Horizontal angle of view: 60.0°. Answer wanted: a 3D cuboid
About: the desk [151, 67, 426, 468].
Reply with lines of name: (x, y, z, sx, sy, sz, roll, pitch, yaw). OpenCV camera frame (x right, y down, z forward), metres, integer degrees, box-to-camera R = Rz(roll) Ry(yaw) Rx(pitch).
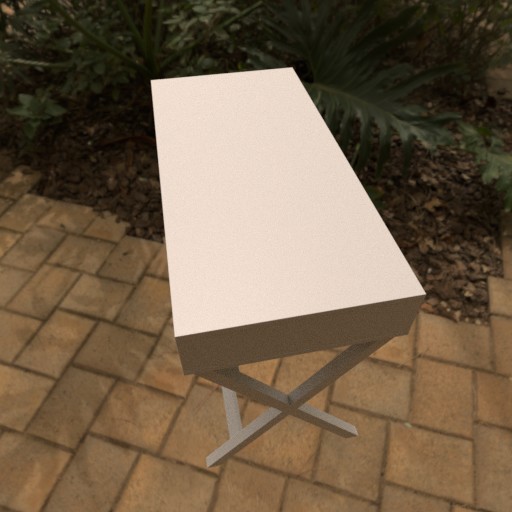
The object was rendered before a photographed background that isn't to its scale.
desk: (0.000, 0.000, 1.497, 0.525, 0.780, 1.057, -9, 48, -8)
